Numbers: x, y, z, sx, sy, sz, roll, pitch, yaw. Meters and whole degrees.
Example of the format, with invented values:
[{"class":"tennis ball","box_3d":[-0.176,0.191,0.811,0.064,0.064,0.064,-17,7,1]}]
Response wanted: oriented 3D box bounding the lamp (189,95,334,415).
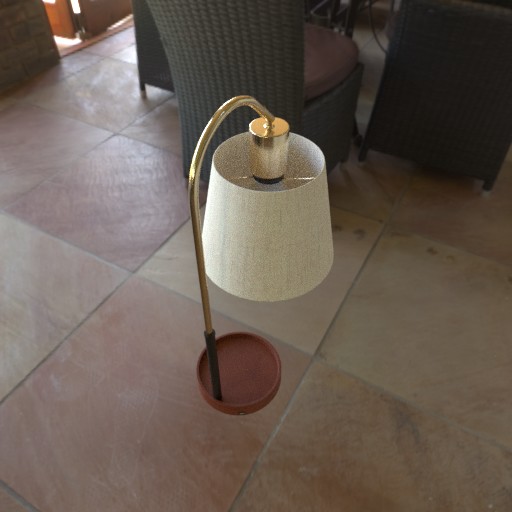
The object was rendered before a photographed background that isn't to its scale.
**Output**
[{"class":"lamp","box_3d":[0.000,0.000,0.675,0.211,0.536,0.273,24,50,22]}]
